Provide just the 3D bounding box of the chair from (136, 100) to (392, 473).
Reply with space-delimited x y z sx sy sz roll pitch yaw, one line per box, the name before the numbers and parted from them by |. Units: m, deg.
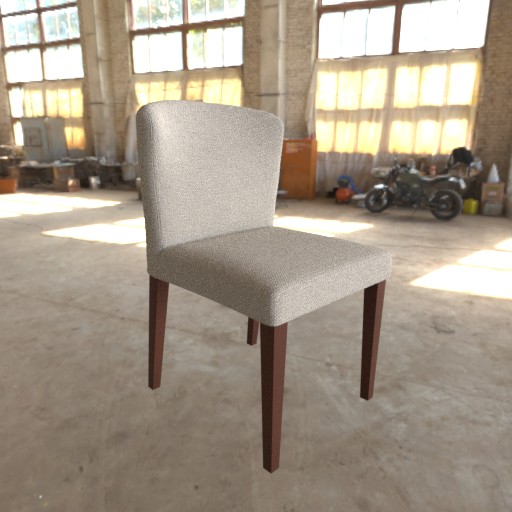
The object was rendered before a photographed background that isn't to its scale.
chair | 0.000 0.000 1.225 0.491 0.839 0.589 -15 21 -43
